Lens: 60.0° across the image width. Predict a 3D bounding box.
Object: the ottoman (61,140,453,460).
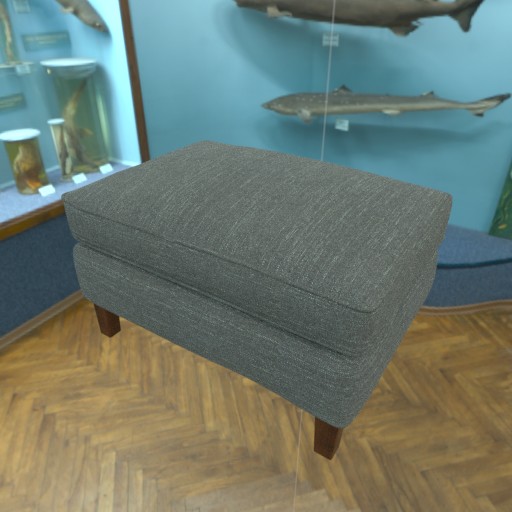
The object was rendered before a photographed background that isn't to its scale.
[{"bbox_3d":[0.000,0.000,0.974,0.686,0.406,0.508,19,36,28],"label":"ottoman"}]
